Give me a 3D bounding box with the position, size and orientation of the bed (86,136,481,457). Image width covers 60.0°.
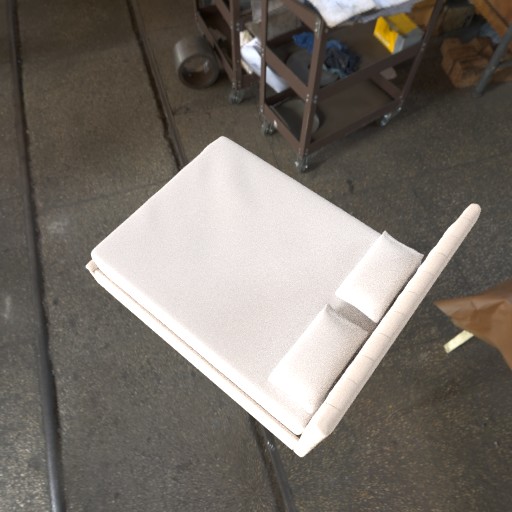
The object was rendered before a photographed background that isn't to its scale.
[{"bbox_3d":[0.000,0.000,3.336,2.233,1.426,1.696,36,67,17],"label":"bed"}]
